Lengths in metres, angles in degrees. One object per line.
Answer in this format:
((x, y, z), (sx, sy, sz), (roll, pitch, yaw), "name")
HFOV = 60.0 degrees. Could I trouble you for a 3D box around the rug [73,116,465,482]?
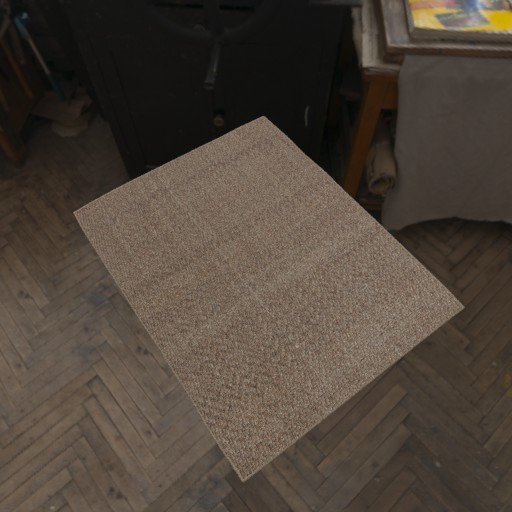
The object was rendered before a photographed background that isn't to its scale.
((0.000, 0.000, 4.224), (2.439, 0.013, 3.048), (-32, 64, -17), "rug")
